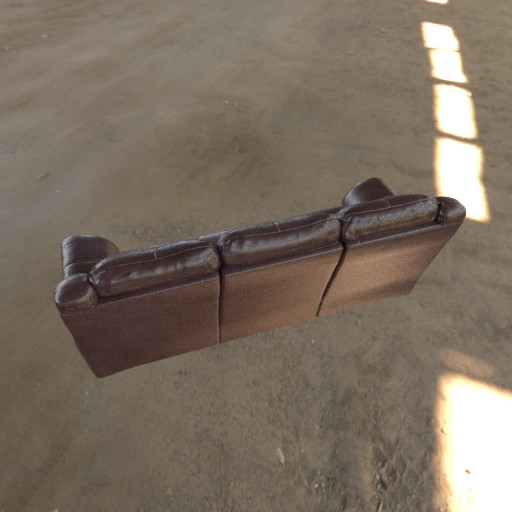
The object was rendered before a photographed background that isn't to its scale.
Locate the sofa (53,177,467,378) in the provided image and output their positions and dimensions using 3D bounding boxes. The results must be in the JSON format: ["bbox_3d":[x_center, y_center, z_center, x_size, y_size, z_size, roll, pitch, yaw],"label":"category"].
[{"bbox_3d":[0.000,0.000,2.848,2.337,1.043,0.991,-13,43,-14],"label":"sofa"}]
